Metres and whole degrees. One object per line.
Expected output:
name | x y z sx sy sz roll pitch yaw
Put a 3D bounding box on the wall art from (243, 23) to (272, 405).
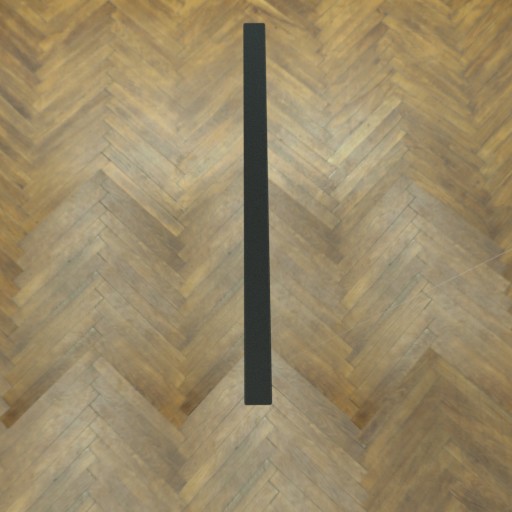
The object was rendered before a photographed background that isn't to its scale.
wall art | 0.000 0.000 0.758 0.028 0.551 0.451 -1 75 0
